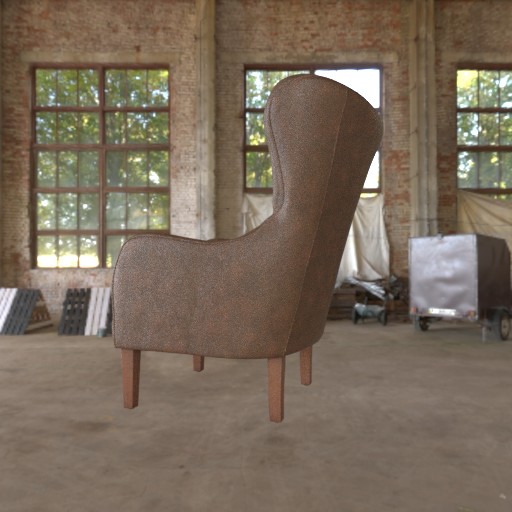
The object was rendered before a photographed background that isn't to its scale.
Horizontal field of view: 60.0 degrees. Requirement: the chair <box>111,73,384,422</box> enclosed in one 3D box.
[{"bbox_3d":[0.000,0.000,1.650,0.914,1.048,0.692,0,0,19],"label":"chair"}]
